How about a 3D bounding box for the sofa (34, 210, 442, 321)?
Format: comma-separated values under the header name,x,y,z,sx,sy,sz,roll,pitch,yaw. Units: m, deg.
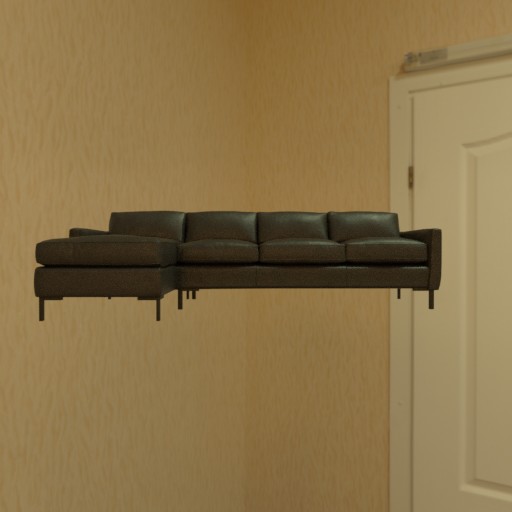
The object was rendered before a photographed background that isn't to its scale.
name,x,y,z,sx,sy,sz,roll,pitch,yaw
sofa,0.000,0.000,3.664,2.993,0.859,1.471,0,0,-1
